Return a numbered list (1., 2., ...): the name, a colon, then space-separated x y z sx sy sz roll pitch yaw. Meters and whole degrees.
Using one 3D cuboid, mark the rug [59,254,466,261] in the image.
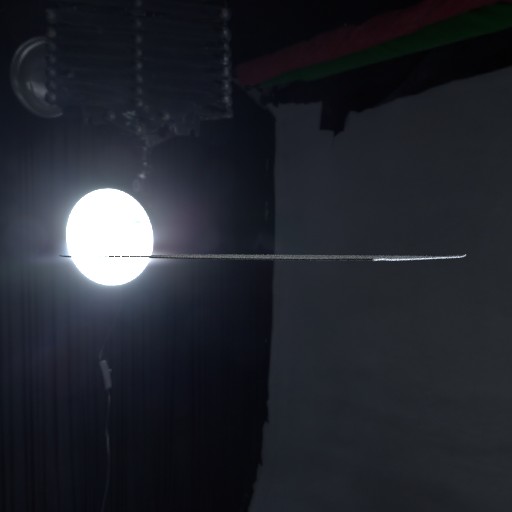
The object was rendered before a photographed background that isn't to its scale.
1. rug: 0.000 0.000 2.371 1.828 0.019 1.209 0 1 37
